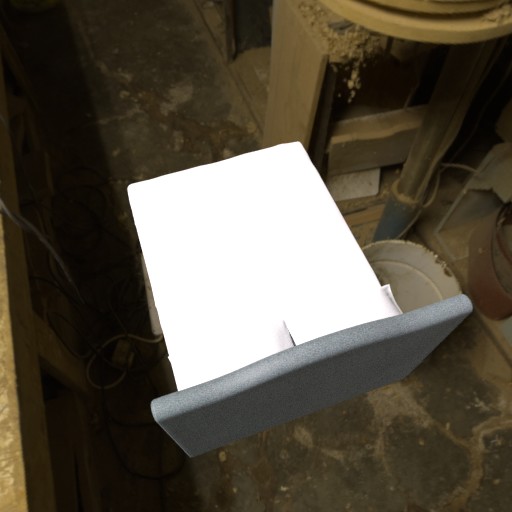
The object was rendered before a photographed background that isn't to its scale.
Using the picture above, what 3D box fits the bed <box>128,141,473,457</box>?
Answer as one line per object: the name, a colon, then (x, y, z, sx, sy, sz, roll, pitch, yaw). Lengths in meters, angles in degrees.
bed: (0.000, 0.000, 3.273, 1.753, 1.460, 2.143, -17, 60, -10)
